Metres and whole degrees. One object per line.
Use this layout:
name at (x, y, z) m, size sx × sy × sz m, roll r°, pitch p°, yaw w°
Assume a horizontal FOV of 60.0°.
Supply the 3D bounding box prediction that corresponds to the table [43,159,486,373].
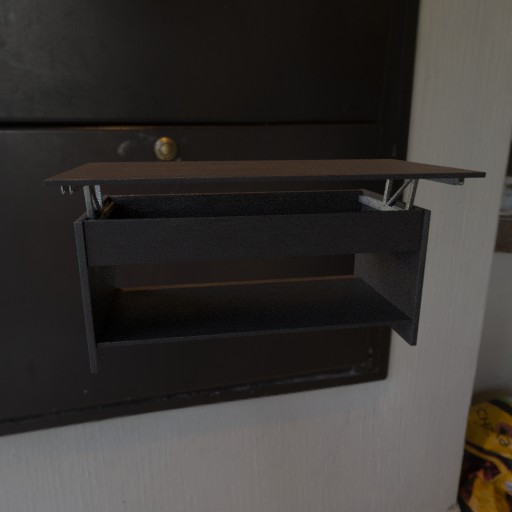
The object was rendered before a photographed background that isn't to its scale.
table at (0.000, 0.000, 1.397) m, size 1.000 × 0.570 × 0.712 m, roll -3°, pitch 16°, yaw -9°
